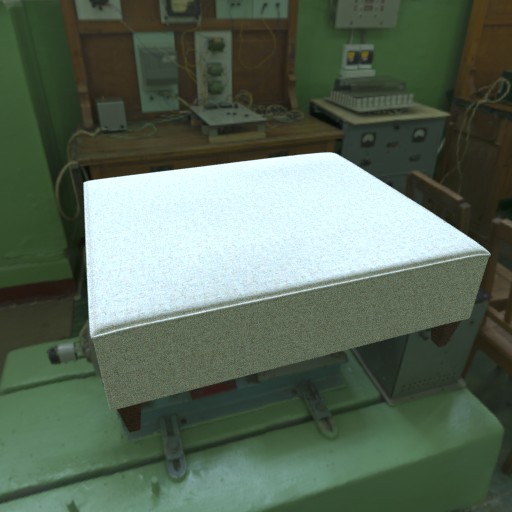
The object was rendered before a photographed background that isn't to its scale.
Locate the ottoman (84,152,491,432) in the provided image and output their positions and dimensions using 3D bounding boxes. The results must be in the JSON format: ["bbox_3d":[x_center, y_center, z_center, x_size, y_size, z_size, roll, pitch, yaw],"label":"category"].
[{"bbox_3d":[0.000,0.000,1.212,0.835,0.303,0.736,-10,32,-16],"label":"ottoman"}]
